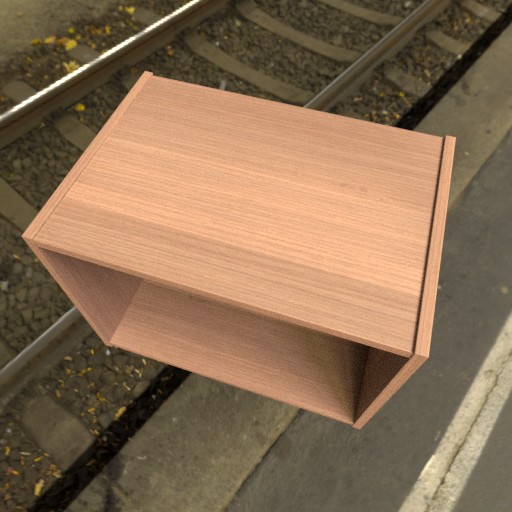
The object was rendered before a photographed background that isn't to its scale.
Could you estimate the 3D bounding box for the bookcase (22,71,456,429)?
[{"bbox_3d":[0.000,0.000,0.625,0.415,0.305,0.290,16,59,10],"label":"bookcase"}]
